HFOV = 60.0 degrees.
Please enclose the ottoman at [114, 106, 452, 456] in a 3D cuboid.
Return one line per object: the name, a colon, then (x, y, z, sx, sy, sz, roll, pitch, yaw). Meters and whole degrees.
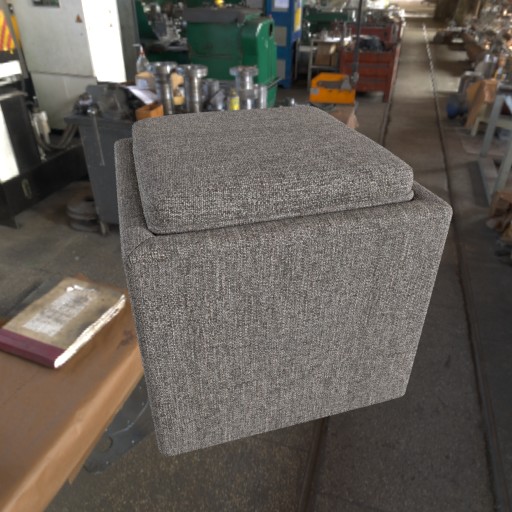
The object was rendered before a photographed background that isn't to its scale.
ottoman: (0.000, 0.000, 0.827, 0.450, 0.460, 0.450, -9, 33, -14)
